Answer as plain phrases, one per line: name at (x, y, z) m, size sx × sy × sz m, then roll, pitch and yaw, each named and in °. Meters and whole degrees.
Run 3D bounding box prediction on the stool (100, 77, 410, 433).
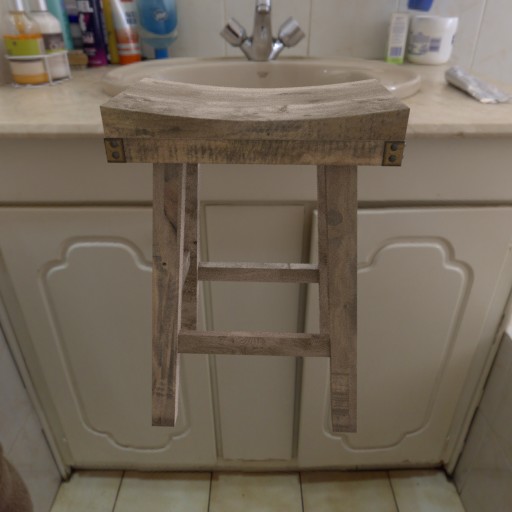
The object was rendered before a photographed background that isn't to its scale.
stool at (0.000, 0.000, 0.894) m, size 0.450 × 0.635 × 0.330 m, roll 1°, pitch 31°, yaw 2°
